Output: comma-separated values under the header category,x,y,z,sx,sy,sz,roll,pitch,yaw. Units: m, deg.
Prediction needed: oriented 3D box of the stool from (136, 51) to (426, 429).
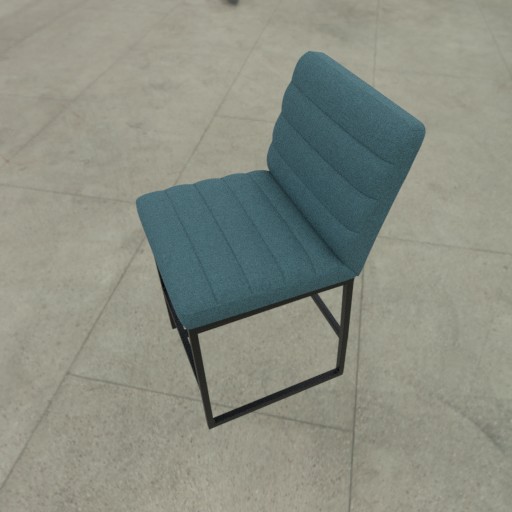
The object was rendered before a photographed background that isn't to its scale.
category,x,y,z,sx,sy,sz,roll,pitch,yaw
stool,0.000,0.000,1.272,0.560,0.940,0.460,-17,47,-16
